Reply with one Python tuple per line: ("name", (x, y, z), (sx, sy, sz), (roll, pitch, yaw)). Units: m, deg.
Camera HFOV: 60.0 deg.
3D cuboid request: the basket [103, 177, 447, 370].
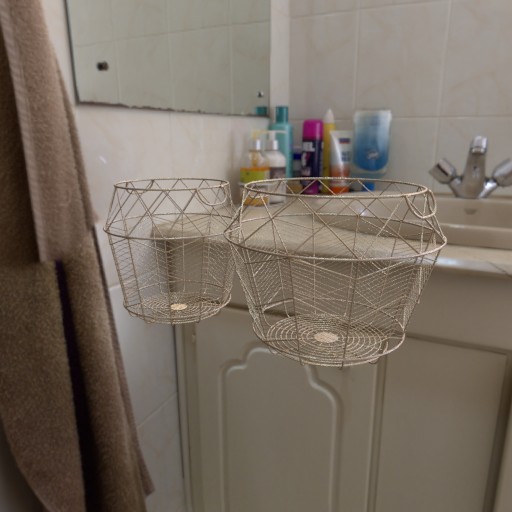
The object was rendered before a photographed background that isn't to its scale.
("basket", (0.000, 0.000, 1.029), (0.805, 0.343, 0.451), (8, 17, 26))
